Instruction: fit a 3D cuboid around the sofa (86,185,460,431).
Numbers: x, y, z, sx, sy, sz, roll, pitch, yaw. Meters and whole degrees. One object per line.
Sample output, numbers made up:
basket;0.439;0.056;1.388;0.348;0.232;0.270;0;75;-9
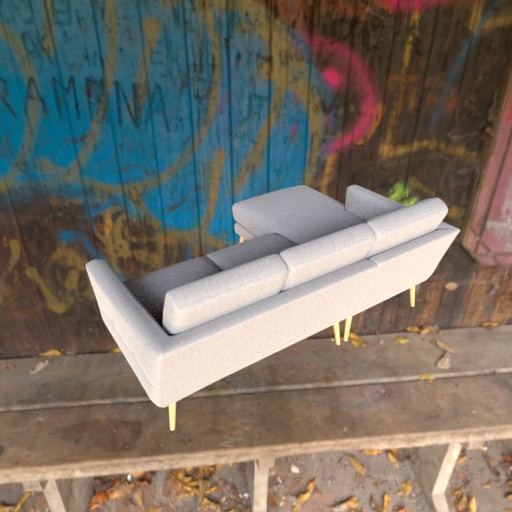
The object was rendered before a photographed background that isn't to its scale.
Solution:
sofa;0.000;0.000;2.878;2.040;0.860;1.530;-19;36;-29
